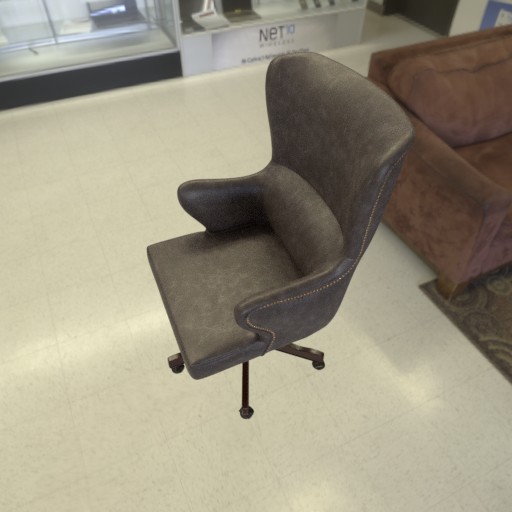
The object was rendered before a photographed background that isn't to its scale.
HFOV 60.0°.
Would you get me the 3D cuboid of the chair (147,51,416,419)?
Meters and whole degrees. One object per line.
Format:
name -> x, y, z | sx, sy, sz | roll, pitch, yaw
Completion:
chair -> 0.000, 0.000, 1.441 | 0.717, 1.037, 0.594 | -17, 49, -16
